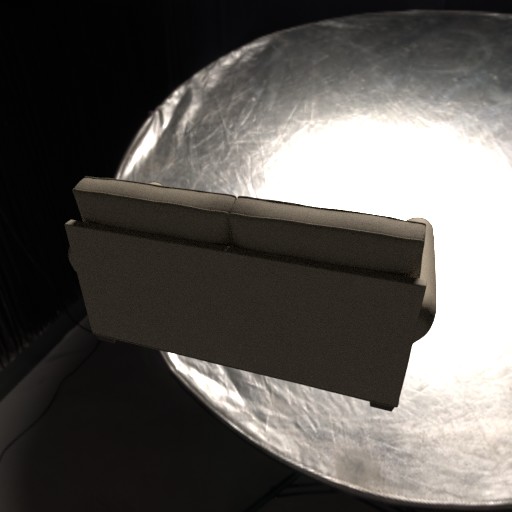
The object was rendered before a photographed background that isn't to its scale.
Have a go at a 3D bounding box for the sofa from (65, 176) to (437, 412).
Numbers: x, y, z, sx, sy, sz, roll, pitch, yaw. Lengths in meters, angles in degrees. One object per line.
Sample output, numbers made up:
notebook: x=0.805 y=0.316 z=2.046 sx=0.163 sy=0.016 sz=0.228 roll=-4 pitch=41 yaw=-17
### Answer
sofa: x=0.000 y=0.000 z=2.354 sx=1.774 sy=0.933 sz=0.861 roll=10 pitch=33 yaw=15
